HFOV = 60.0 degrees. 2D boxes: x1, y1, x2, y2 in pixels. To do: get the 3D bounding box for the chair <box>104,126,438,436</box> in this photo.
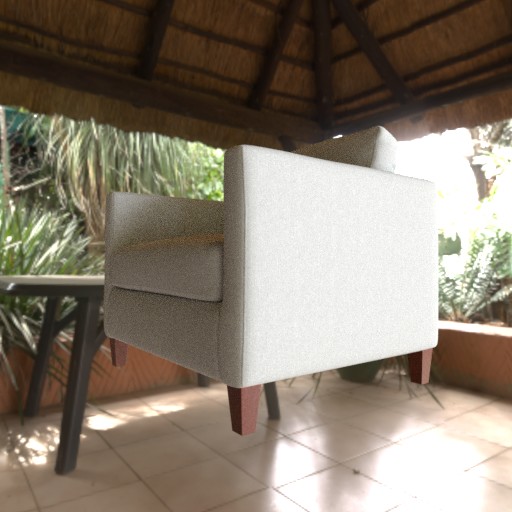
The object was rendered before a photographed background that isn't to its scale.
[{"bbox_3d":[0.000,0.000,1.826,0.953,0.961,1.107,1,-1,-37],"label":"chair"}]
